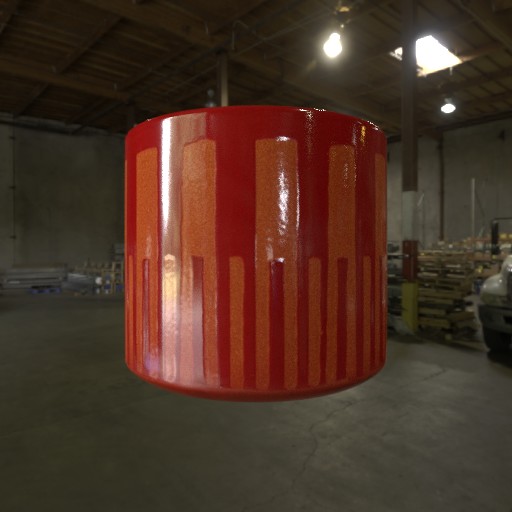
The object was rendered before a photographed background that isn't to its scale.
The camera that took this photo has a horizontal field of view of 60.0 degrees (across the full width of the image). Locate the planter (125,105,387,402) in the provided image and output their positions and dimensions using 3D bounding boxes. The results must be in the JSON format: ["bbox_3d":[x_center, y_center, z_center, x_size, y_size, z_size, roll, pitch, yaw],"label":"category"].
[{"bbox_3d":[0.000,0.000,0.405,0.230,0.202,0.230,0,1,0],"label":"planter"}]
